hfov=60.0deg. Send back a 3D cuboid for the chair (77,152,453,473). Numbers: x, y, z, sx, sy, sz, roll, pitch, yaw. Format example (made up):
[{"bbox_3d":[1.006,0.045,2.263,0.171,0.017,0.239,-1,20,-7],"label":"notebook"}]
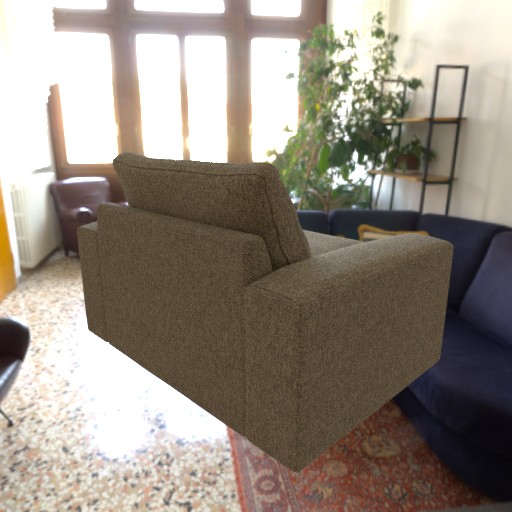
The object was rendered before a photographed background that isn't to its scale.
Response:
[{"bbox_3d":[0.000,0.000,2.007,1.039,0.915,1.398,-15,21,-43],"label":"chair"}]
